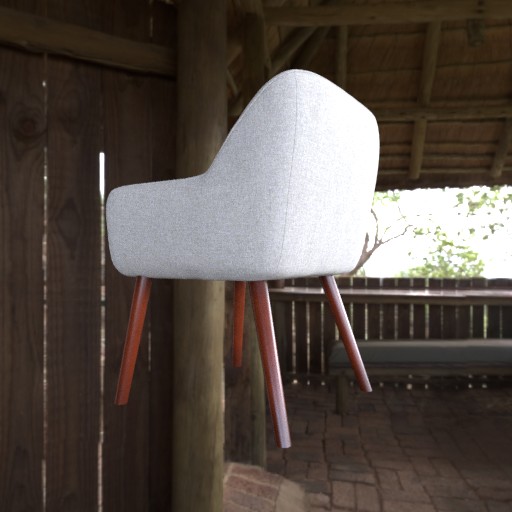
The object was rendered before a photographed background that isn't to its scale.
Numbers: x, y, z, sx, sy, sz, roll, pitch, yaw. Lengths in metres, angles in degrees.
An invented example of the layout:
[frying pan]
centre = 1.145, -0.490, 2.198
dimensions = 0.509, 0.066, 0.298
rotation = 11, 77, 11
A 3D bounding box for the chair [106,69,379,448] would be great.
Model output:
[chair]
centre = 0.000, 0.000, 1.286
dimensions = 0.610, 0.813, 0.610
rotation = 0, 0, 35
